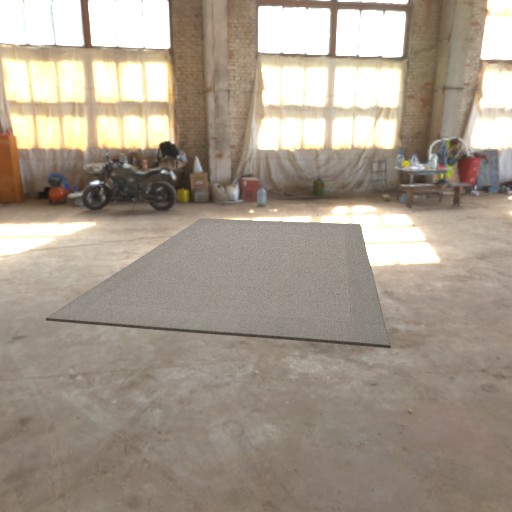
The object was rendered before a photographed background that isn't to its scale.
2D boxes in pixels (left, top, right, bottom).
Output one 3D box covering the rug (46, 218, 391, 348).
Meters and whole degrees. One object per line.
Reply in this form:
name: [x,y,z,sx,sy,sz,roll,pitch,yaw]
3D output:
rug: [0.000,0.000,3.044,1.524,0.014,2.438,3,16,10]
